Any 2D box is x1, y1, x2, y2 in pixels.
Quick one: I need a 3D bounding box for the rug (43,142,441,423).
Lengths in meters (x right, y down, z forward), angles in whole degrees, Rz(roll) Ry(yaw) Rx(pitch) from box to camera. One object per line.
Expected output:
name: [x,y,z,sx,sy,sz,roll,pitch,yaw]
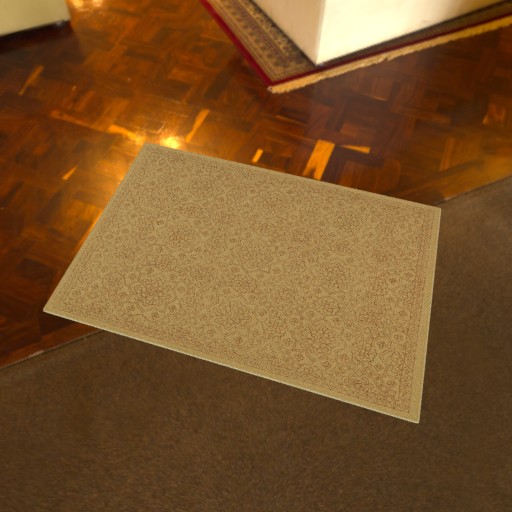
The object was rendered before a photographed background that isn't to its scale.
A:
rug: [0.000,0.000,2.350,1.829,0.010,1.219,14,59,9]
